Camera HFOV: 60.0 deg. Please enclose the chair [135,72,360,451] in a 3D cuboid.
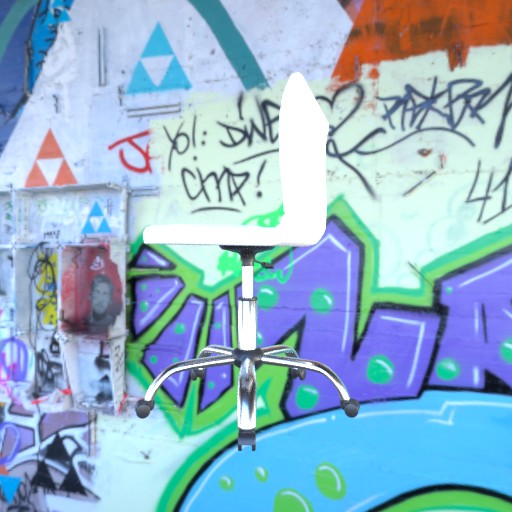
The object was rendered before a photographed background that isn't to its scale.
[{"bbox_3d":[0.000,0.000,1.155,0.530,0.780,0.556,0,1,18],"label":"chair"}]
